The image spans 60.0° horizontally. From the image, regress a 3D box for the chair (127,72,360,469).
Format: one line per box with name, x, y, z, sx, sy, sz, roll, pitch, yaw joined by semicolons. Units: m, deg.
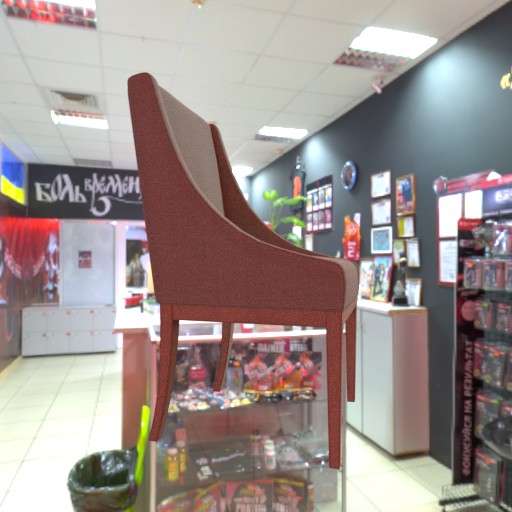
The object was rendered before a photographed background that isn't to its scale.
chair;0.000;0.000;1.401;0.611;1.021;0.575;0;0;16
